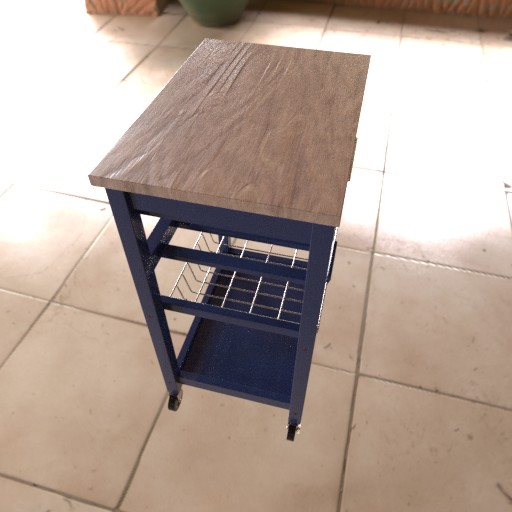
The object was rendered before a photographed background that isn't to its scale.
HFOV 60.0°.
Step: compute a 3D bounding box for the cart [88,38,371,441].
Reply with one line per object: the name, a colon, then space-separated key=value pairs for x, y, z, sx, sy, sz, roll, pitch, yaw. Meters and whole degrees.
cart: x=0.000 y=0.000 z=1.154 sx=0.403 sy=0.839 sz=0.584 roll=10 pitch=47 yaw=10
